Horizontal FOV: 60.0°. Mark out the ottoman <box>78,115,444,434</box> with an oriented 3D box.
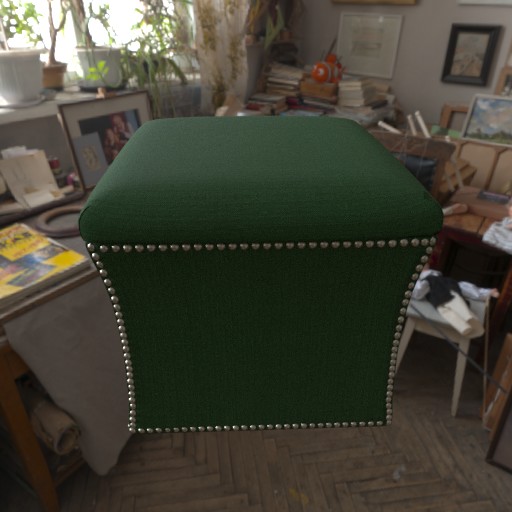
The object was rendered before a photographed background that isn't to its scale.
[{"bbox_3d":[0.000,0.000,0.883,0.507,0.475,0.497,-1,30,-2],"label":"ottoman"}]
